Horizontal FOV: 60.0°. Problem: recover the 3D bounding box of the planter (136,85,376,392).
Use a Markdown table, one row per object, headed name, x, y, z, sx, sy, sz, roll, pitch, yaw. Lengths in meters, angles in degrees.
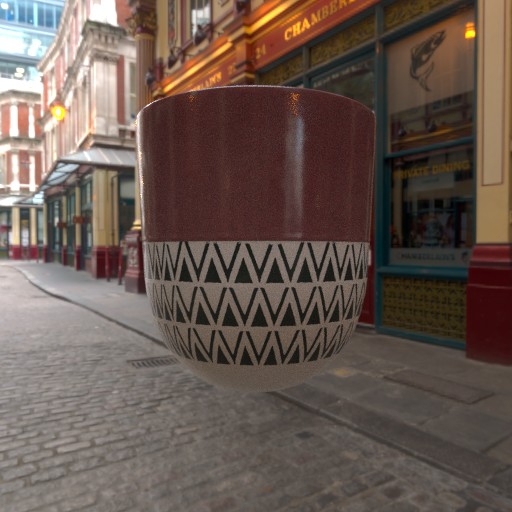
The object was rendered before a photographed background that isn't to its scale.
| name | x | y | z | sx | sy | sz | roll | pitch | yaw |
| --- | --- | --- | --- | --- | --- | --- | --- | --- | --- |
| planter | 0.000 | 0.000 | 0.373 | 0.195 | 0.214 | 0.195 | 0 | 1 | 0 |
